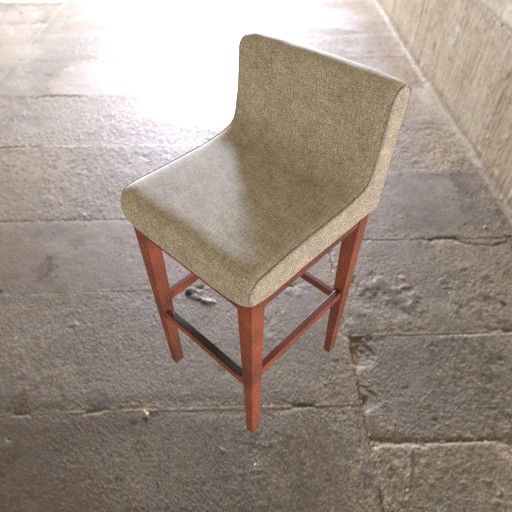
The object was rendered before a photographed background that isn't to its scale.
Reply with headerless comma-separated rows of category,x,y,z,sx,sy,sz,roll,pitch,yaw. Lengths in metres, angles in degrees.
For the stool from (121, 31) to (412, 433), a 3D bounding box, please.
stool,0.000,0.000,1.204,0.426,0.965,0.499,34,55,28
